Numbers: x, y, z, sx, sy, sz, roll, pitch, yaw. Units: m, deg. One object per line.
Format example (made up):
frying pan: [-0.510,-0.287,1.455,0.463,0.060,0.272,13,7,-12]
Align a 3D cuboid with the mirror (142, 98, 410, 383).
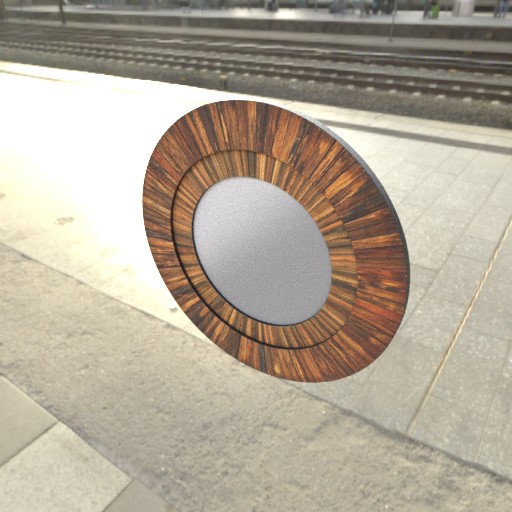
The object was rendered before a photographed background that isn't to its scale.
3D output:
mirror: [0.000,0.000,1.587,1.077,1.077,0.036,18,35,28]
